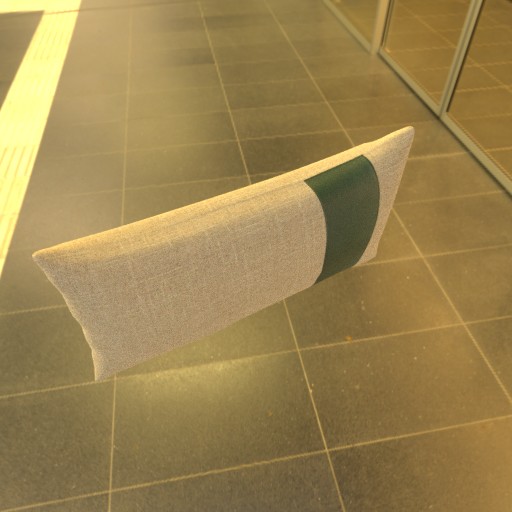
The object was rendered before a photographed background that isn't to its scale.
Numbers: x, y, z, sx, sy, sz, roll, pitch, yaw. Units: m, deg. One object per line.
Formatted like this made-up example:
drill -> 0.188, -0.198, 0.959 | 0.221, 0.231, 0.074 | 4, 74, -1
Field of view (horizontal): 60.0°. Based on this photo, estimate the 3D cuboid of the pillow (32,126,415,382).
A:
pillow -> 0.000, 0.000, 1.038 | 0.859, 0.429, 0.197 | -22, 50, -20
